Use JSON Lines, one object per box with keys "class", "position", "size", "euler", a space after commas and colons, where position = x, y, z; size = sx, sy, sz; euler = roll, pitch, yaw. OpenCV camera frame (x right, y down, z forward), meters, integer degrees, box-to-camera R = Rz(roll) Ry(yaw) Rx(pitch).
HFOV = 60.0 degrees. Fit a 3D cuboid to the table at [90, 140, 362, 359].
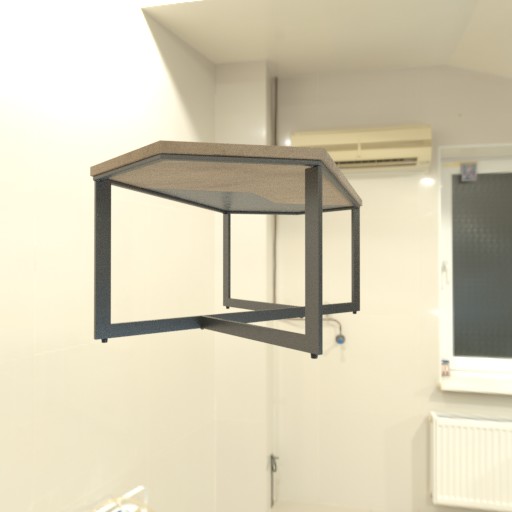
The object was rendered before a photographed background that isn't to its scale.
{"class": "table", "position": [0.000, 0.000, 1.468], "size": [0.609, 0.457, 1.219], "euler": [0, -1, 19]}
